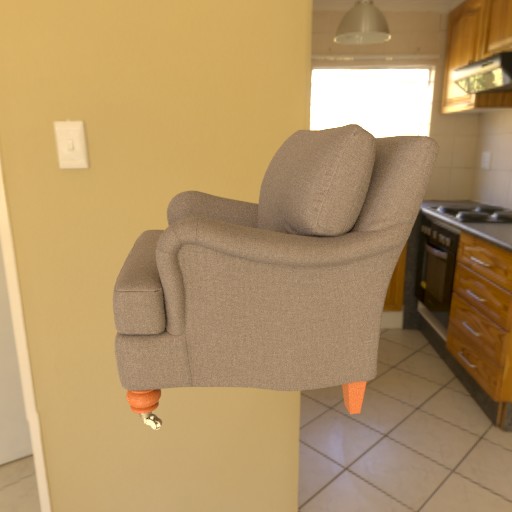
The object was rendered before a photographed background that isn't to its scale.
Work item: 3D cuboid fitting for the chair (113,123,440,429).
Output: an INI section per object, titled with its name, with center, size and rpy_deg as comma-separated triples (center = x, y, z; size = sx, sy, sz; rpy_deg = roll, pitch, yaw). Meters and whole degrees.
[chair]
center = 0.000, 0.000, 1.857
size = 1.070, 1.038, 0.955
rpy_deg = -2, 14, -8
